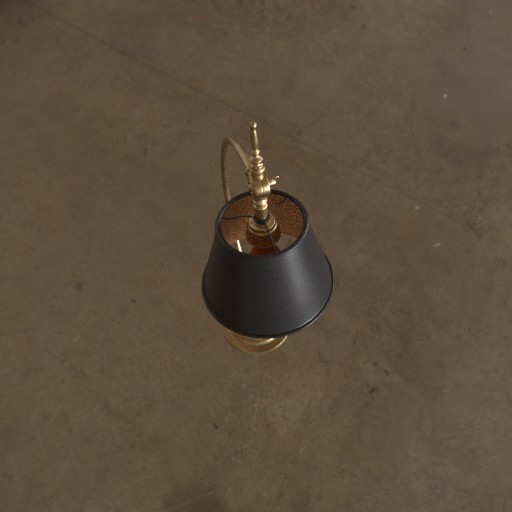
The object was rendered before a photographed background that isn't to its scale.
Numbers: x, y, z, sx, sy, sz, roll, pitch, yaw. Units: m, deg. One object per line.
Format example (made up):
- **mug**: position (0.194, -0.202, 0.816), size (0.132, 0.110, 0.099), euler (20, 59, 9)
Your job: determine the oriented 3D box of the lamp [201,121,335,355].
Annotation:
- **lamp**: position (0.000, 0.000, 0.823), size (0.235, 0.675, 0.344), euler (-18, 65, -9)
